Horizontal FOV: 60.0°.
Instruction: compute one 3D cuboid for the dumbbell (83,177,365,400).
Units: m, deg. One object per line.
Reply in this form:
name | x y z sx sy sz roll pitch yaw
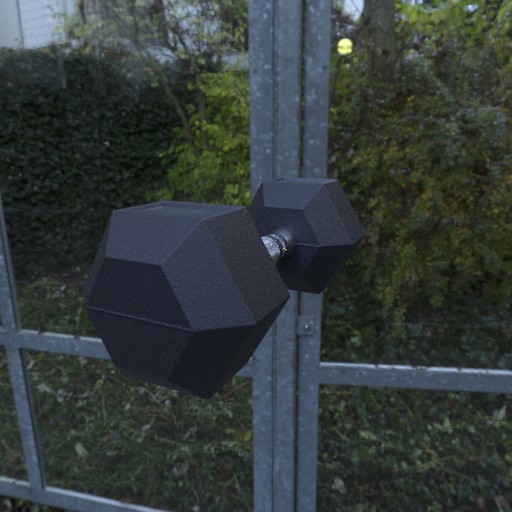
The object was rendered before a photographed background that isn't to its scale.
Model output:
dumbbell | 0.000 0.000 0.421 0.142 0.123 0.337 7 17 25
